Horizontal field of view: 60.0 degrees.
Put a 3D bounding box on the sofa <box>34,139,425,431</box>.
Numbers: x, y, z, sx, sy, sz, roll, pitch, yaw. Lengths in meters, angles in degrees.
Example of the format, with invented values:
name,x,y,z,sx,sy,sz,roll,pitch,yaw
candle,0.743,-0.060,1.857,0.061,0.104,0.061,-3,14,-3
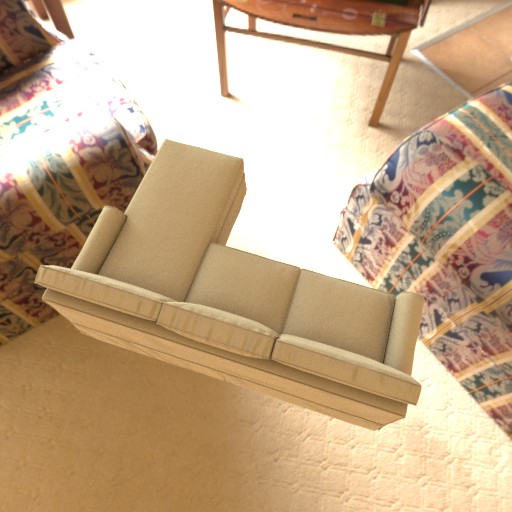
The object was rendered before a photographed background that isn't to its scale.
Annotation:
name,x,y,z,sx,sy,sz,roll,pitch,yaw
sofa,0.000,0.000,3.320,2.475,0.978,1.733,16,64,8
